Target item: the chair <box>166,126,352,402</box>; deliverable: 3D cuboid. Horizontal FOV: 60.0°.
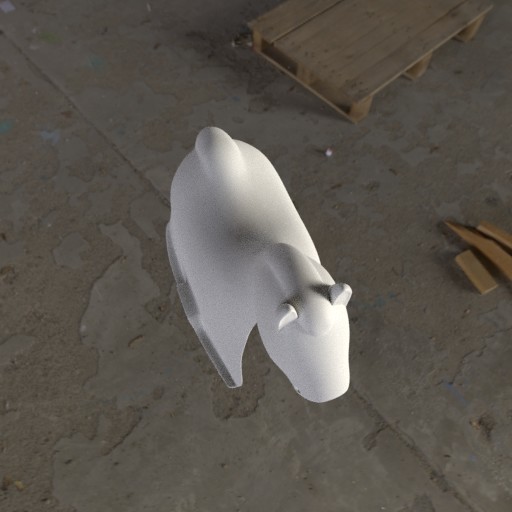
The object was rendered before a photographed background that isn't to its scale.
[{"bbox_3d":[0.000,0.000,1.122,0.429,0.612,0.800,-20,63,-10],"label":"chair"}]
